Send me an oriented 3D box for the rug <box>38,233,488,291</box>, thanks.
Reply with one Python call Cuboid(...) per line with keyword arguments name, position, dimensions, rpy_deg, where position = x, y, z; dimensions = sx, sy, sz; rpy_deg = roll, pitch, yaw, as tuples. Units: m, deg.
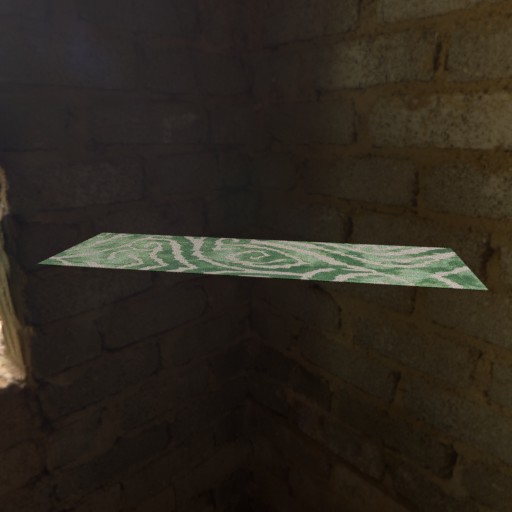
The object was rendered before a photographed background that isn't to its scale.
Cuboid(name="rug", position=(0.000, 0.000, 2.723), dimensions=(2.438, 0.006, 0.761), rpy_deg=(3, 17, 10))
